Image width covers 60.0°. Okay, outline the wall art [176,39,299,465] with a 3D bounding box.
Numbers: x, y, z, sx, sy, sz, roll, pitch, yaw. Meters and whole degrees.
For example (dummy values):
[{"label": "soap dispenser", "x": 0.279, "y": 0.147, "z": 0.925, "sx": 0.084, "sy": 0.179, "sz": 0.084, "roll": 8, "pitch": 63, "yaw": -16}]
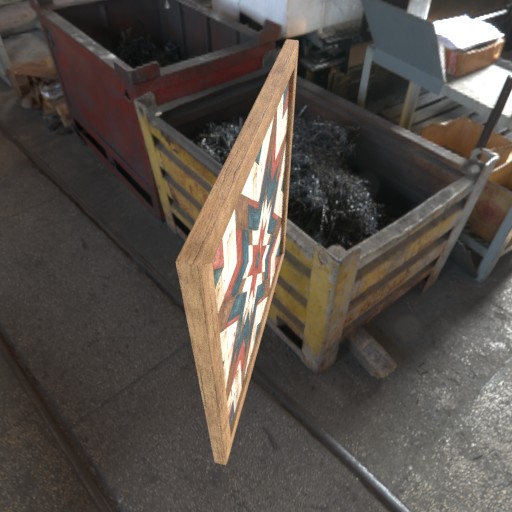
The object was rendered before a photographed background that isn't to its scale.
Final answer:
[{"label": "wall art", "x": 0.000, "y": 0.000, "z": 1.009, "sx": 0.029, "sy": 0.691, "sz": 0.695, "roll": 10, "pitch": 48, "yaw": 9}]
